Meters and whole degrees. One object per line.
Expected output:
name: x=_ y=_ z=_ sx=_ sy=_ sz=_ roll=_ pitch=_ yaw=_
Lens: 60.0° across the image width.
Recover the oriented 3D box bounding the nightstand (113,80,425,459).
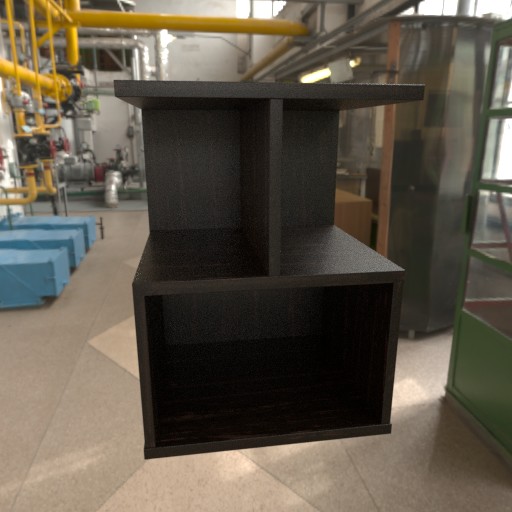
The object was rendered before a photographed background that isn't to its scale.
nightstand: x=0.000 y=0.000 z=0.804 sx=0.400 sy=0.559 sz=0.356 roll=-2 pitch=16 yaw=-8
